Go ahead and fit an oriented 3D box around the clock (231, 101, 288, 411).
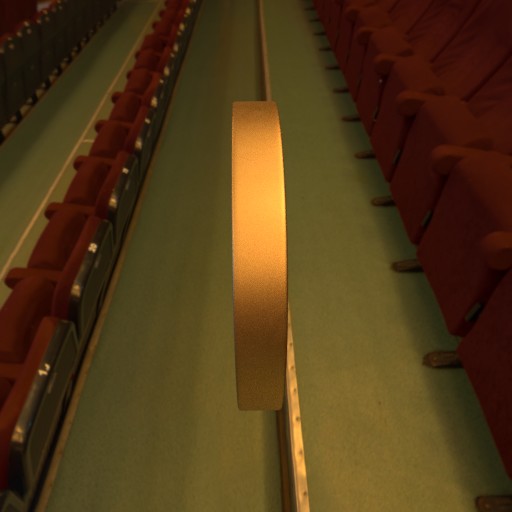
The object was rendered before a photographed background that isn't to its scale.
[{"bbox_3d":[0.000,0.000,0.476,0.040,0.314,0.314,-1,43,-1],"label":"clock"}]
